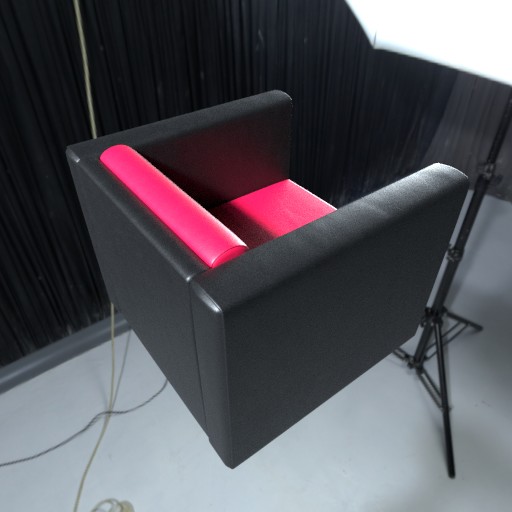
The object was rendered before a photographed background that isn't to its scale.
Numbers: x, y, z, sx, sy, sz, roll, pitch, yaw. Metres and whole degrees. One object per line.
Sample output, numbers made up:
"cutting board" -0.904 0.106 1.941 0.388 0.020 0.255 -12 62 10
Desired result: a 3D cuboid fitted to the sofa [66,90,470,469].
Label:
"sofa" 0.000 0.000 1.447 0.809 0.724 0.839 -26 46 -28
